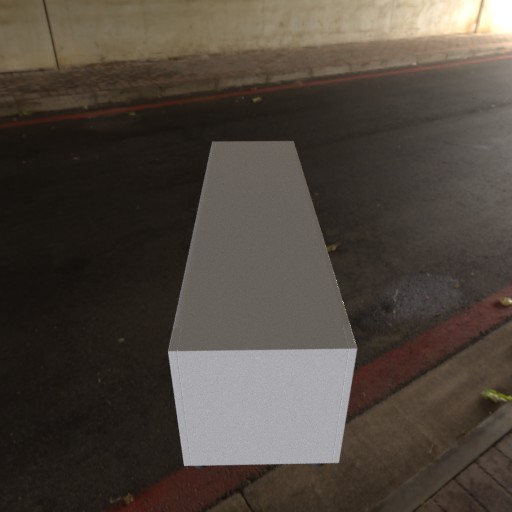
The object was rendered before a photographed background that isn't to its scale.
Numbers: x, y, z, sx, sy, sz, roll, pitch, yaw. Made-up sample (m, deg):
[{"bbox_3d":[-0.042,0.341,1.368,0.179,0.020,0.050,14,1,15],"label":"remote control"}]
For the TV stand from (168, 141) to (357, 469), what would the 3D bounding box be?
[{"bbox_3d":[0.000,0.000,1.715,0.410,0.440,1.500,-1,31,-1],"label":"TV stand"}]
